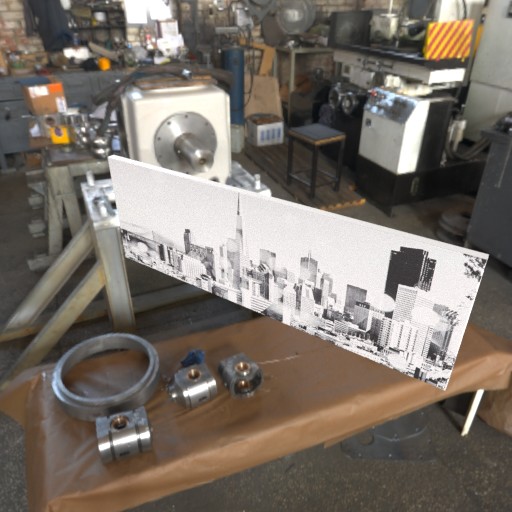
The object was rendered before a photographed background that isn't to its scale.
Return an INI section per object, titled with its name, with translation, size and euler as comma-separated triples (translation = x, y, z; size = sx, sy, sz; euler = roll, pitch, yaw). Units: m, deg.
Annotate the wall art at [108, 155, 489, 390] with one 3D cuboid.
[wall art]
translation = 0.000, 0.000, 1.700
size = 1.520, 0.507, 0.039
euler = 19, 36, 28
